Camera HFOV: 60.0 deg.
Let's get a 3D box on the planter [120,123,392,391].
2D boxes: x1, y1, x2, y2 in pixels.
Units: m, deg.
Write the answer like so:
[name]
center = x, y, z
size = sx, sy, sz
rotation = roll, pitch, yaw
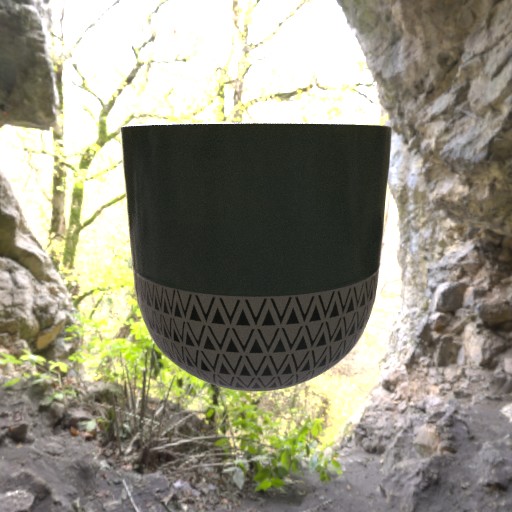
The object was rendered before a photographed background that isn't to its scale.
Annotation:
[planter]
center = 0.000, 0.000, 0.485
size = 0.266, 0.270, 0.266
rotation = 0, 15, 0
